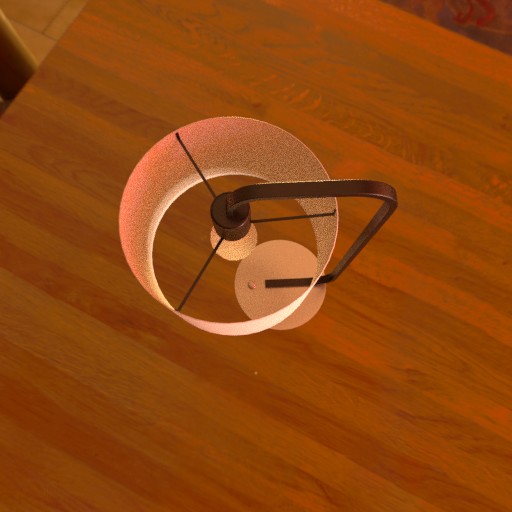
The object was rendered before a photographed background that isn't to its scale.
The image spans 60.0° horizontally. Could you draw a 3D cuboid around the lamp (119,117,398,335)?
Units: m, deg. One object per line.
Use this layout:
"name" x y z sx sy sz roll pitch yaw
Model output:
"lamp" 0.000 0.000 0.637 0.288 0.473 0.230 -2 75 -1
